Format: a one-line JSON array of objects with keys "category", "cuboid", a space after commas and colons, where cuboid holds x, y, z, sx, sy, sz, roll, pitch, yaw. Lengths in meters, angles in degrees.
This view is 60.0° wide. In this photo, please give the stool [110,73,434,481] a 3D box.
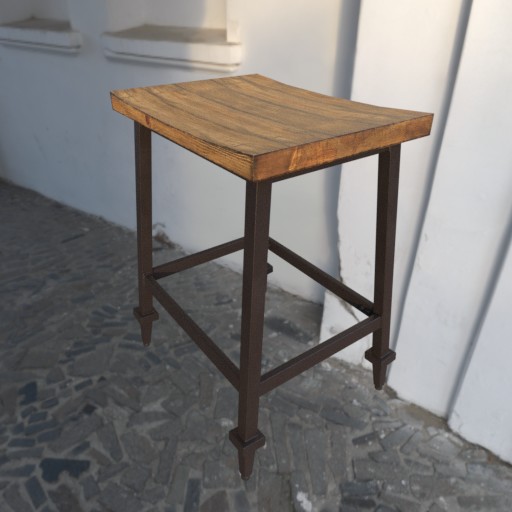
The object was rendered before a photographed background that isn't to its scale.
[{"category": "stool", "cuboid": [0.000, 0.000, 0.926, 0.405, 0.625, 0.486, -20, 37, -30]}]
